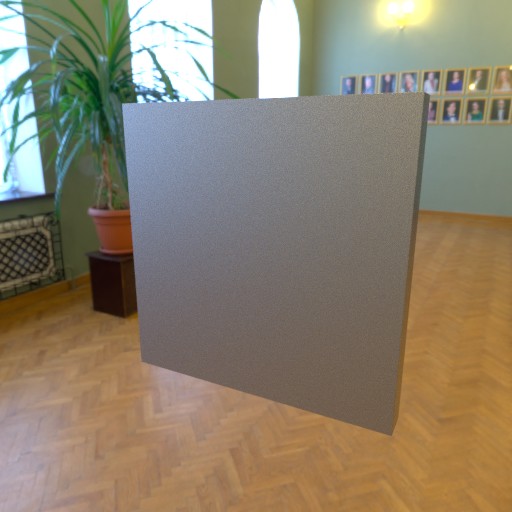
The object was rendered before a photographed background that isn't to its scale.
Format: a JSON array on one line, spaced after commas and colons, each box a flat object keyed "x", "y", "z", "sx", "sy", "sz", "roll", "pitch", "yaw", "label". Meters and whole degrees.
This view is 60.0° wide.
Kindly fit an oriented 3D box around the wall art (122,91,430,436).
[{"x": 0.000, "y": 0.000, "z": 0.525, "sx": 0.350, "sy": 0.350, "sz": 0.038, "roll": 8, "pitch": 17, "yaw": 26, "label": "wall art"}]
